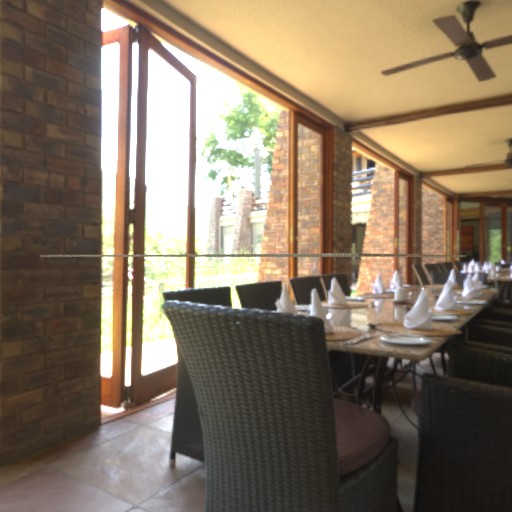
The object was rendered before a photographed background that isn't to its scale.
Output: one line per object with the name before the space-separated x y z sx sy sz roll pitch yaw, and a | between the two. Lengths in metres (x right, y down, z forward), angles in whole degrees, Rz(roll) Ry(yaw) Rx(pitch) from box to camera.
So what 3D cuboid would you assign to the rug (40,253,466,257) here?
rug | 0.000 0.000 3.830 2.894 0.013 2.286 0 0 37
